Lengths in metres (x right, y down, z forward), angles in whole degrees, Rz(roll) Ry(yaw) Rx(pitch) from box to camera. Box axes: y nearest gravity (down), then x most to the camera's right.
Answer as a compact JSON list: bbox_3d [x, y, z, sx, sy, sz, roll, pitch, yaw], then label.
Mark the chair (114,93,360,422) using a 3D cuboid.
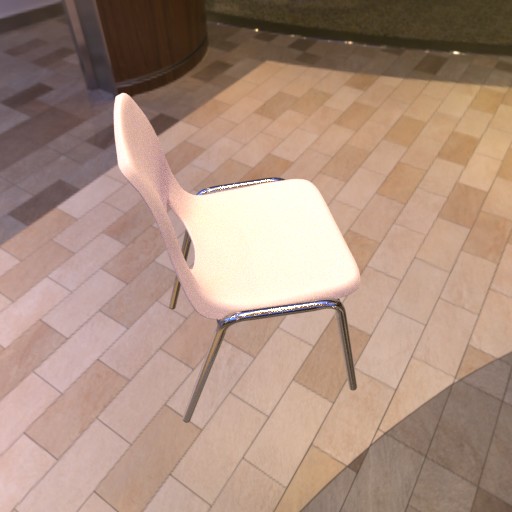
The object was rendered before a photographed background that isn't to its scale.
[{"bbox_3d":[0.000,0.000,0.941,0.436,0.704,0.381,-10,49,-9],"label":"chair"}]
